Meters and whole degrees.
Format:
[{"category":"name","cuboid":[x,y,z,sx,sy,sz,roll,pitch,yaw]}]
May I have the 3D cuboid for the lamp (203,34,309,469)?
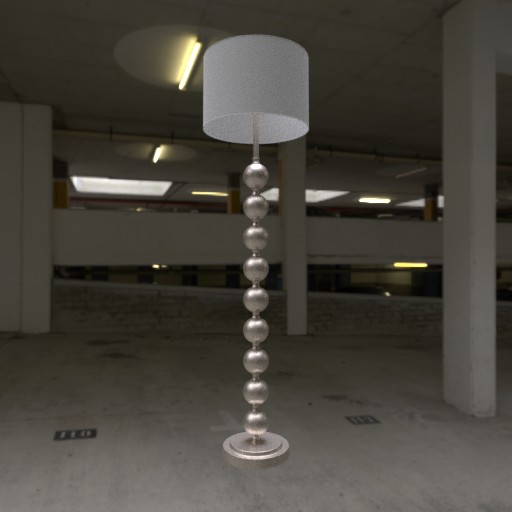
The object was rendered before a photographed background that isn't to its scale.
[{"category":"lamp","cuboid":[0.000,0.000,1.657,0.394,1.474,0.394,0,0,-18]}]
